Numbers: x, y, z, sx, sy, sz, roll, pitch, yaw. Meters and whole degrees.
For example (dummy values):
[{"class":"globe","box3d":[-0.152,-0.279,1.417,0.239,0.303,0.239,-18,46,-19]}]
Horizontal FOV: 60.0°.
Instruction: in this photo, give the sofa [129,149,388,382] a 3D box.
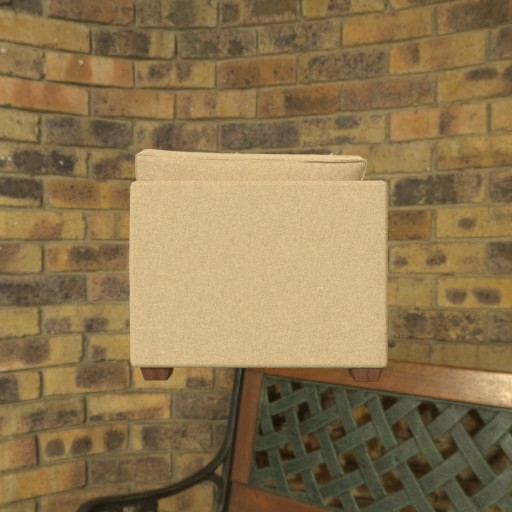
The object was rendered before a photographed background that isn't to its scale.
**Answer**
[{"class":"sofa","box3d":[0.000,0.000,2.909,1.110,1.033,2.237,0,0,0]}]
